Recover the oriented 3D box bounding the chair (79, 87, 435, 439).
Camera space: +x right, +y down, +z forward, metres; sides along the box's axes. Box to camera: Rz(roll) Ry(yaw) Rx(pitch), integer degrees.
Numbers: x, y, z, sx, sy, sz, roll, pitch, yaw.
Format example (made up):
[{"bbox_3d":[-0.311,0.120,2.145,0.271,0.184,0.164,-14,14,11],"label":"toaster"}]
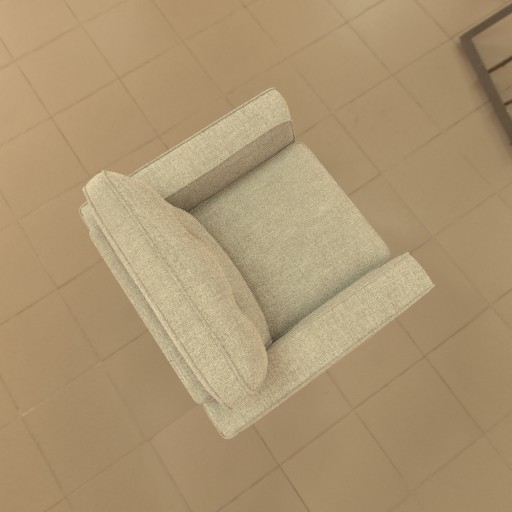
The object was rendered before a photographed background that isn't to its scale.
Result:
[{"bbox_3d":[0.000,0.000,1.773,0.939,0.965,1.015,-34,79,-8],"label":"chair"}]
